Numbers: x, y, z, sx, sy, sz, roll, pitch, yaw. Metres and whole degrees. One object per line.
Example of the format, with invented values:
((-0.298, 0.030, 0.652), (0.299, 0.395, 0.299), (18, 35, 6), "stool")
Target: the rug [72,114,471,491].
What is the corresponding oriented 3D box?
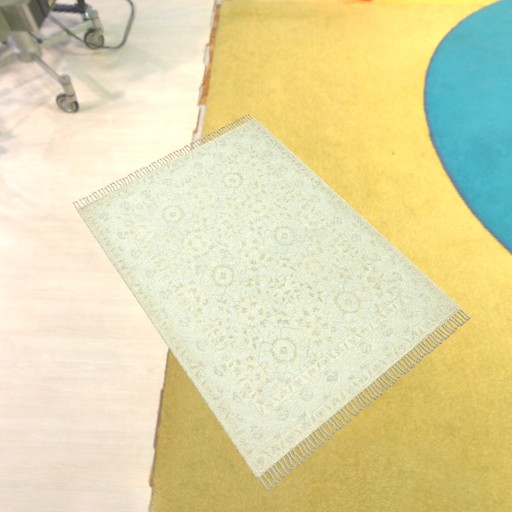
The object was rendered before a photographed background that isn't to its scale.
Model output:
((0.000, 0.000, 2.277), (1.223, 0.015, 1.771), (-32, 64, -18), "rug")
